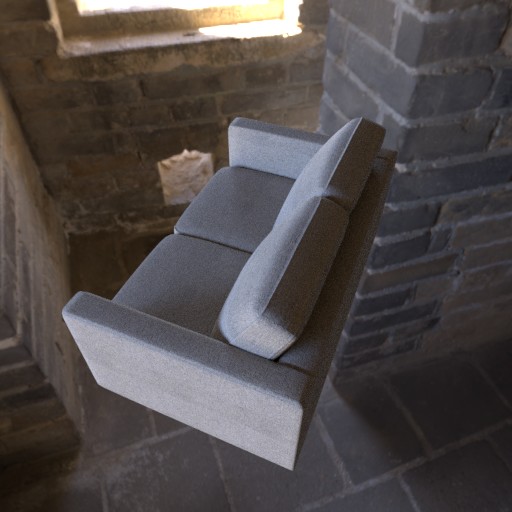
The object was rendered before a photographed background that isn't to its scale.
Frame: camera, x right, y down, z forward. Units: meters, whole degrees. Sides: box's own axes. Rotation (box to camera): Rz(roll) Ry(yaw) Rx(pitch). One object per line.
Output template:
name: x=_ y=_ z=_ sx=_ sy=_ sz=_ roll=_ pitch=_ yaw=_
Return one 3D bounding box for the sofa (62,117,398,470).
sofa: x=0.000 y=0.000 z=2.136 sx=0.969 sy=0.973 sz=1.527 roll=17 pitch=48 yaw=16
